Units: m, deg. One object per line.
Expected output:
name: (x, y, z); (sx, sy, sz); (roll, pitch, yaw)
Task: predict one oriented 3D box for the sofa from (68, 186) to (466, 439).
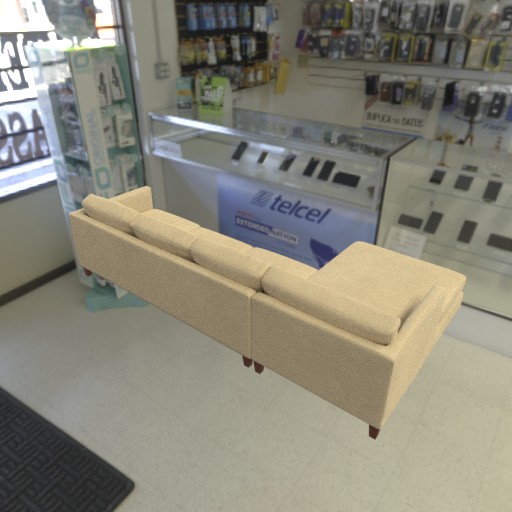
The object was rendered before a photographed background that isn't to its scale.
sofa: (0.000, 0.000, 3.938); (3.186, 0.846, 1.625); (21, 36, 32)
